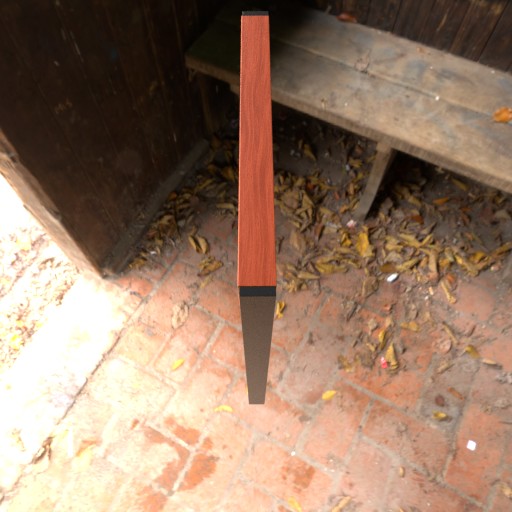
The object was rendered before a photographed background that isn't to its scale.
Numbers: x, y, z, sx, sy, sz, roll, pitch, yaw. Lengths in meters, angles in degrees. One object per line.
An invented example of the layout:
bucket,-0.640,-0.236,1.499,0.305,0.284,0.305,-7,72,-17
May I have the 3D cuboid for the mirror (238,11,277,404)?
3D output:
mirror,0.000,0.000,1.008,0.047,0.823,0.525,0,63,0
